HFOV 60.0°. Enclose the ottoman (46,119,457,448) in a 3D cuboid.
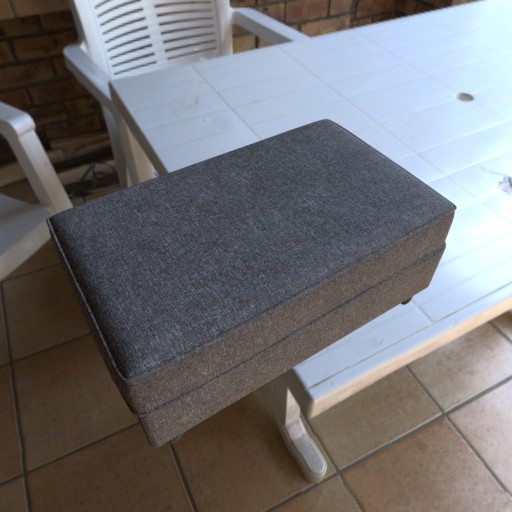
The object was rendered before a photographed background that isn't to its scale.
[{"bbox_3d":[0.000,0.000,1.563,1.184,0.487,0.717,-25,51,-22],"label":"ottoman"}]
